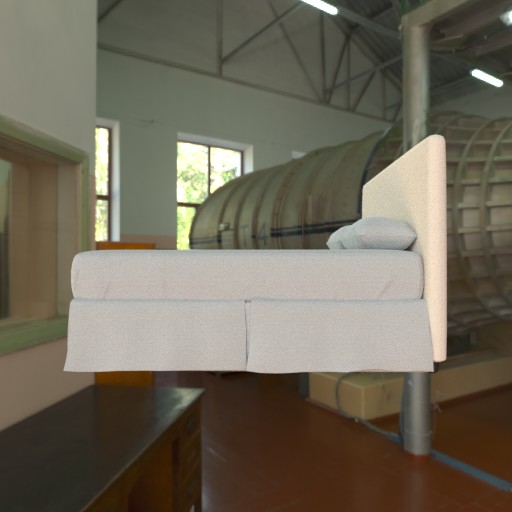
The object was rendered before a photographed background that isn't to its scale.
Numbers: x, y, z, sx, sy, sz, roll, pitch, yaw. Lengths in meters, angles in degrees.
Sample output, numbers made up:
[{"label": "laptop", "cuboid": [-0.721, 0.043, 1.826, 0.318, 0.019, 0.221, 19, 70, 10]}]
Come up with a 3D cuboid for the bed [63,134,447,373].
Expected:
[{"label": "bed", "cuboid": [0.000, 0.000, 3.263, 2.142, 1.330, 1.748, 0, -1, 1]}]
